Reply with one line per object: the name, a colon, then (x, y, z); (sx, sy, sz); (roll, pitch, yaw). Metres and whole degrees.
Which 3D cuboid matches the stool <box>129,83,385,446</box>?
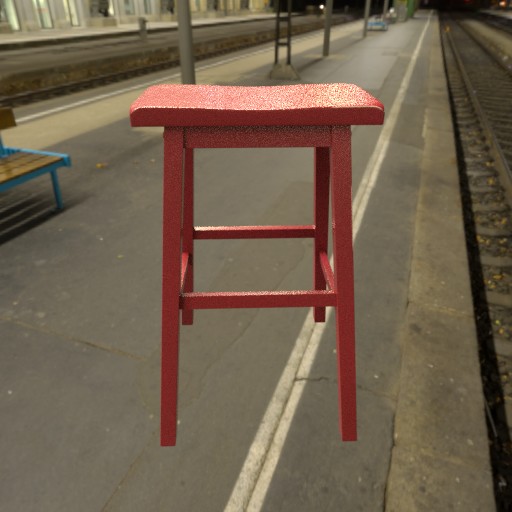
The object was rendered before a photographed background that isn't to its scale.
stool: (0.000, 0.000, 1.053); (0.457, 0.737, 0.476); (-1, 30, -2)
